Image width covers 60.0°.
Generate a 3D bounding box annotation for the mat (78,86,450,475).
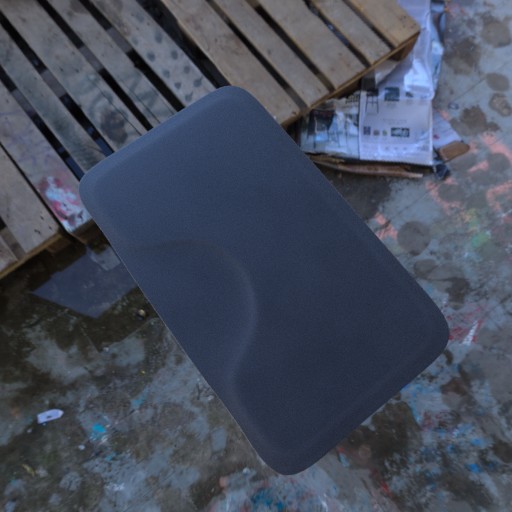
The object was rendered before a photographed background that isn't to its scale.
[{"bbox_3d":[0.000,0.000,1.841,0.918,0.013,1.524,-36,77,-9],"label":"mat"}]
